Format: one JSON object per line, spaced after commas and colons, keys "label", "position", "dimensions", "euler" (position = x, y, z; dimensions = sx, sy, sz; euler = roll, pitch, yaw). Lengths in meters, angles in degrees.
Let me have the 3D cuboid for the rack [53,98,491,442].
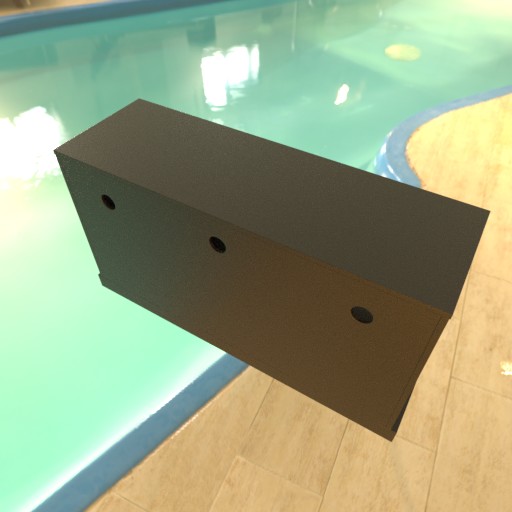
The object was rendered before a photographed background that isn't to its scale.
{"label": "rack", "position": [0.000, 0.000, 1.458], "dimensions": [1.206, 0.635, 0.399], "euler": [23, 50, 21]}
